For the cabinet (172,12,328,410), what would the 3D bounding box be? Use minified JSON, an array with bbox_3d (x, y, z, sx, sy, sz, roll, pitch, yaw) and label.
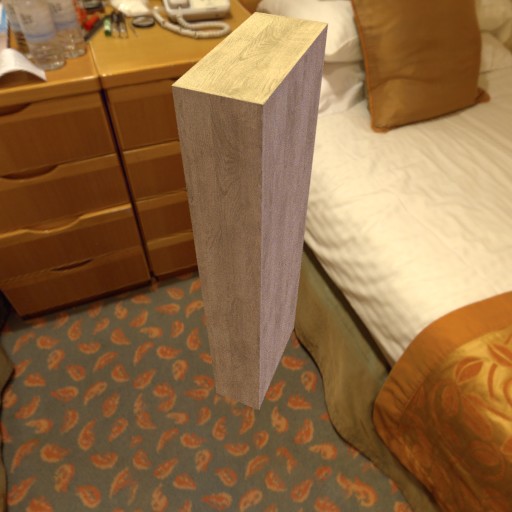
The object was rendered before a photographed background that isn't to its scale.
[{"bbox_3d":[0.000,0.000,1.788,0.250,1.630,0.520,17,50,15],"label":"cabinet"}]
